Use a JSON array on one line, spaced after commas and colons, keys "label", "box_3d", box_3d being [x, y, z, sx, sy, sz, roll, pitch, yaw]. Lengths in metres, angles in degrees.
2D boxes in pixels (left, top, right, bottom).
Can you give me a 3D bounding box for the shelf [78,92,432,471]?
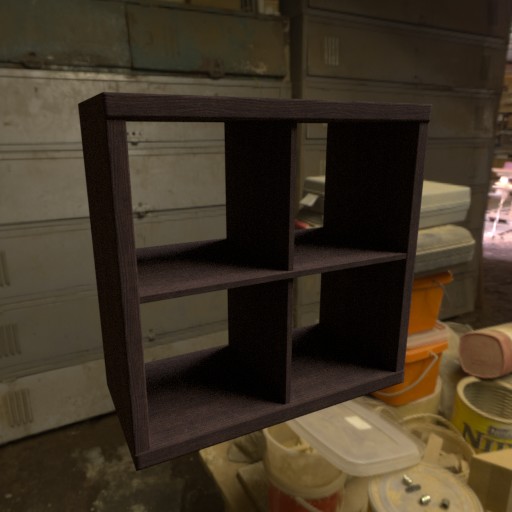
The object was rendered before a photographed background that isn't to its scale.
[{"label": "shelf", "box_3d": [0.000, 0.000, 1.209, 0.790, 0.786, 0.390, -8, 18, -26]}]
